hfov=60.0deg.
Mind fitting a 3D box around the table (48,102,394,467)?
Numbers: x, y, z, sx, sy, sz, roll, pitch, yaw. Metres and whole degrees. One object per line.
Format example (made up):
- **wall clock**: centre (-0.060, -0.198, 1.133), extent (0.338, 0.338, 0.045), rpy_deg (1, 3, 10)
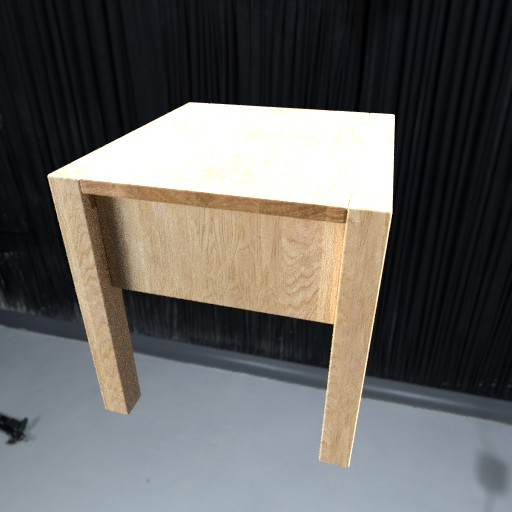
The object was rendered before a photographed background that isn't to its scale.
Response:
- **table**: centre (0.000, 0.000, 0.846), extent (0.440, 0.450, 0.480), rpy_deg (8, 31, 13)
